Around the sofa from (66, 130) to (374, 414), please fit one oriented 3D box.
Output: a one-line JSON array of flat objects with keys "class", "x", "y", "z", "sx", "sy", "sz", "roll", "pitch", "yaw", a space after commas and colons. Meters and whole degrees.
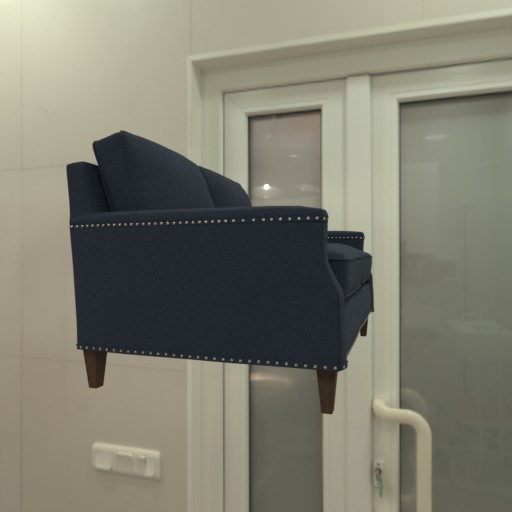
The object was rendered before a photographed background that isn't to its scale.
[{"class": "sofa", "x": 0.000, "y": 0.000, "z": 2.250, "sx": 1.084, "sy": 1.003, "sz": 1.597, "roll": 0, "pitch": 0, "yaw": 18}]
